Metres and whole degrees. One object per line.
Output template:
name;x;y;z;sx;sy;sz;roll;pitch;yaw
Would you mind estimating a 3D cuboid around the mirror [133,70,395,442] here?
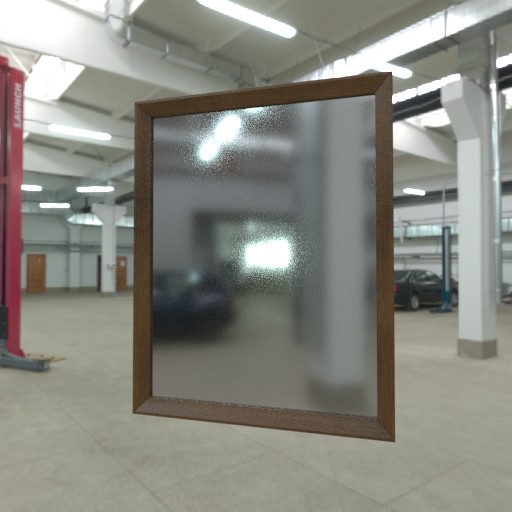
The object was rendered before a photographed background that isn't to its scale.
mirror;0.000;0.000;0.683;0.406;0.509;0.041;0;-1;17
